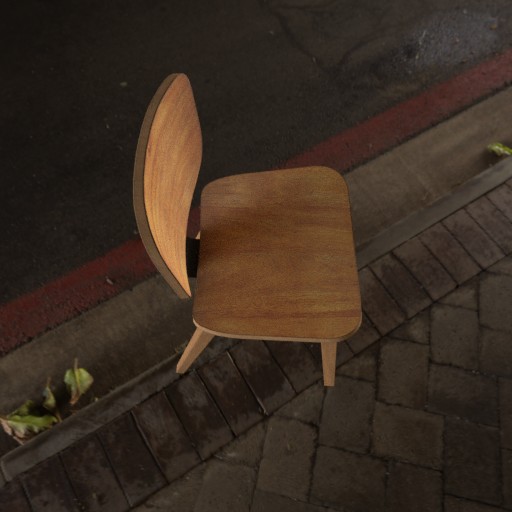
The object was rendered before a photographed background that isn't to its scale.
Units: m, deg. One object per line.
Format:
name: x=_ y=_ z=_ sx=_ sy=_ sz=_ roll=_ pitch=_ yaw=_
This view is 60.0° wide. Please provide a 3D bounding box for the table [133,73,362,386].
table: x=0.000 y=0.000 z=1.134 sx=0.500 sy=0.805 sz=0.499 roll=0 pitch=63 yaw=0
